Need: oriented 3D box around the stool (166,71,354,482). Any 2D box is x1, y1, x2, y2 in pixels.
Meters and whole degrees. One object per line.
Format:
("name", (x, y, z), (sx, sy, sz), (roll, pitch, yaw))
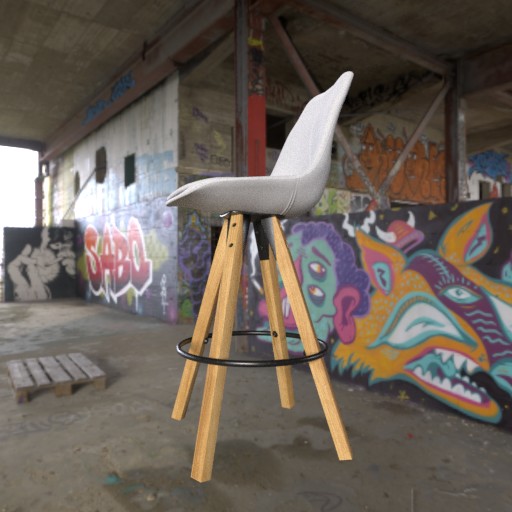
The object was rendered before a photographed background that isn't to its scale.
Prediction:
("stool", (0.000, 0.000, 1.371), (0.550, 1.115, 0.484), (0, 0, -17))
